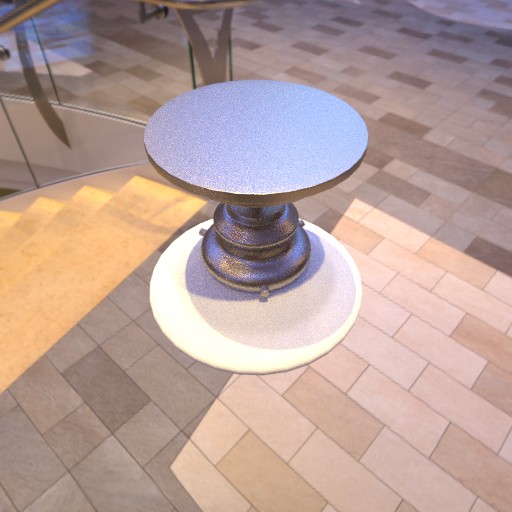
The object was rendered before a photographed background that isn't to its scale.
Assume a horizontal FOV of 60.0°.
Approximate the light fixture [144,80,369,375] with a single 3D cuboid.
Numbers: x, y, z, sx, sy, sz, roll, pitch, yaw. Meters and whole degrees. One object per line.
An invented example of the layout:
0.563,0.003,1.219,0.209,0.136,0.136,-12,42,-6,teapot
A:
0.000,0.000,0.396,0.199,0.254,0.199,0,45,0,light fixture
